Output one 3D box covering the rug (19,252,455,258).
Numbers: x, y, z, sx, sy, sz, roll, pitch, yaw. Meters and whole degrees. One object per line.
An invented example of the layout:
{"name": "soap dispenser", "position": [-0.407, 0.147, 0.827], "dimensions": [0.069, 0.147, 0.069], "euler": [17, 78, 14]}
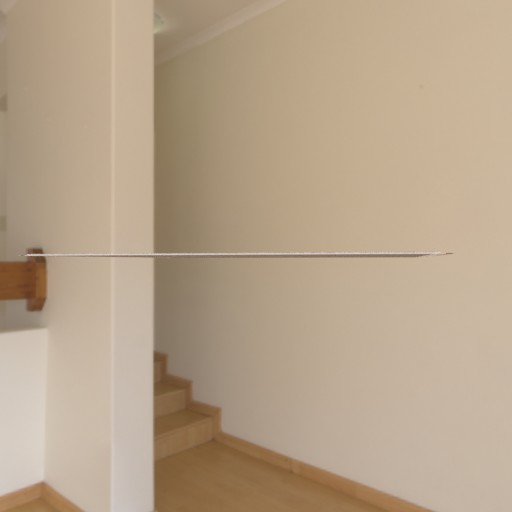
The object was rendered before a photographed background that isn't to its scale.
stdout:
{"name": "rug", "position": [0.000, 0.000, 3.853], "dimensions": [2.910, 0.013, 2.256], "euler": [0, -1, 17]}
